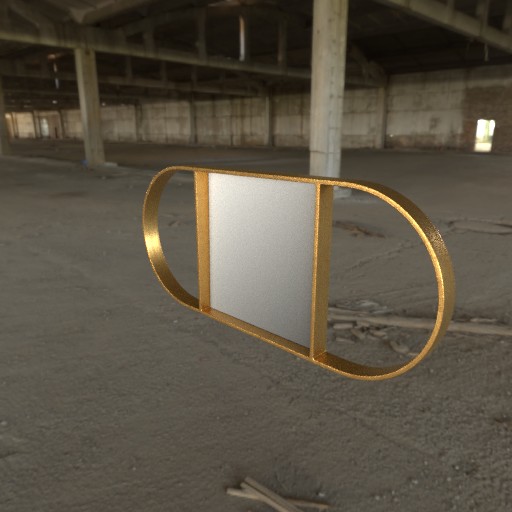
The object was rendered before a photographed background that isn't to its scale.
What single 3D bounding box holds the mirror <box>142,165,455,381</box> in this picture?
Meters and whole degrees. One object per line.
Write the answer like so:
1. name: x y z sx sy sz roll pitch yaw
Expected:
1. mirror: 0.000 0.000 0.676 0.584 0.254 0.032 15 22 42
